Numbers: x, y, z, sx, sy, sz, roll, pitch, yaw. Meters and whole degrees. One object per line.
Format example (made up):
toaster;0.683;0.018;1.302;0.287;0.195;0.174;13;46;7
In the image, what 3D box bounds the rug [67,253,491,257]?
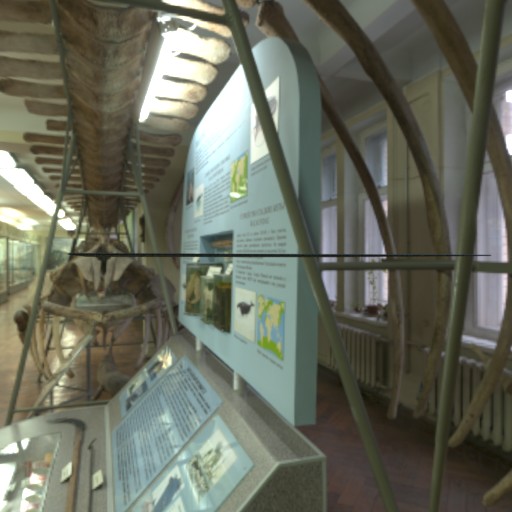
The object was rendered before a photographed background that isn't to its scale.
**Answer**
rug;0.000;0.000;4.103;3.048;0.010;2.438;0;0;-19
